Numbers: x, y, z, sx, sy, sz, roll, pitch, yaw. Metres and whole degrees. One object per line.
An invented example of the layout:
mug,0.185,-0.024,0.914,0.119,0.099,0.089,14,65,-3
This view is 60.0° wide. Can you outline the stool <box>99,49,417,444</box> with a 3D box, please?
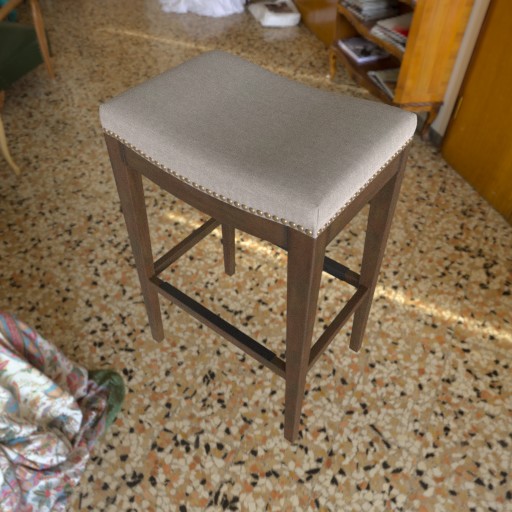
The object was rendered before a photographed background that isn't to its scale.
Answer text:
stool,0.000,0.000,1.046,0.508,0.762,0.356,29,53,25
